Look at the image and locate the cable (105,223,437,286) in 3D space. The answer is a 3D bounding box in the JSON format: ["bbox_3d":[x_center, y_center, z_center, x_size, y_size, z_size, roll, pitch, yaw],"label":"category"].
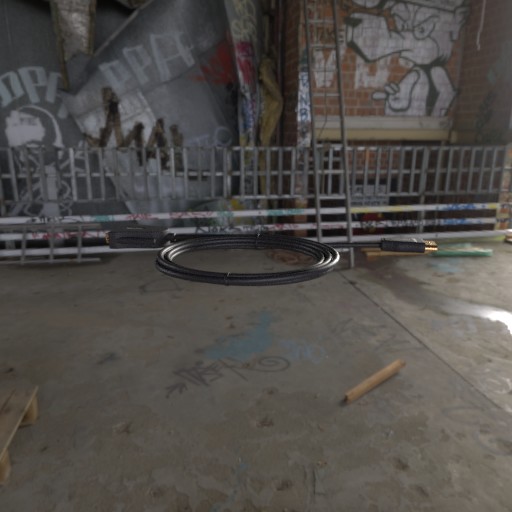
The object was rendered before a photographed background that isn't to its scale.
[{"bbox_3d":[0.000,0.000,0.336,0.281,0.015,0.136,3,16,10],"label":"cable"}]
